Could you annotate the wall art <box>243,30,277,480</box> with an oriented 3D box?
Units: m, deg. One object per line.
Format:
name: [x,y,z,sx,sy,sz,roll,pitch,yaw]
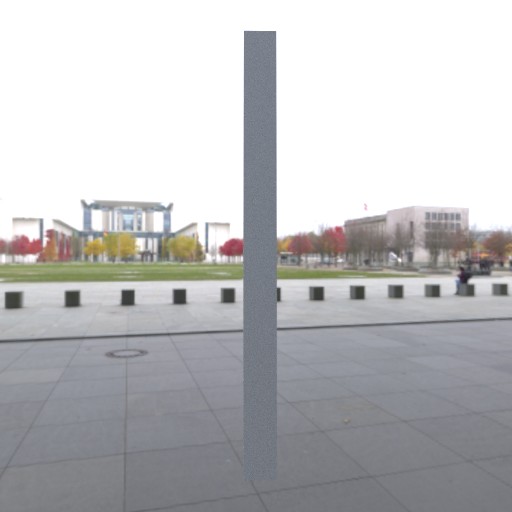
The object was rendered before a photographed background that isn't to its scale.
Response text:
wall art: [0.000,0.000,0.754,0.038,0.508,0.507,0,0,-1]
